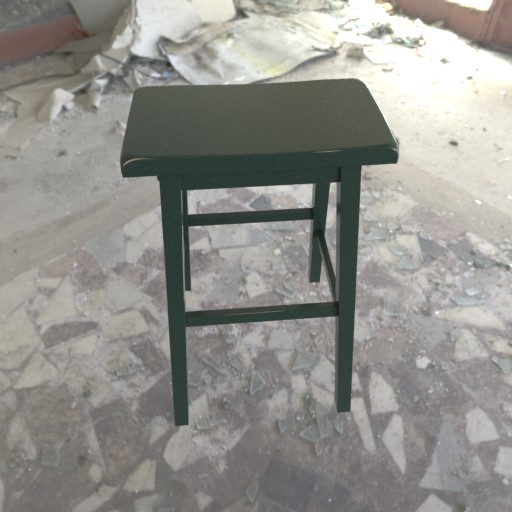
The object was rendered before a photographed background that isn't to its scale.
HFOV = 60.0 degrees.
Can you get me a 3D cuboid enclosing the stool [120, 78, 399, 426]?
[{"bbox_3d":[0.000,0.000,1.044,0.457,0.737,0.476,-4,47,-3],"label":"stool"}]
